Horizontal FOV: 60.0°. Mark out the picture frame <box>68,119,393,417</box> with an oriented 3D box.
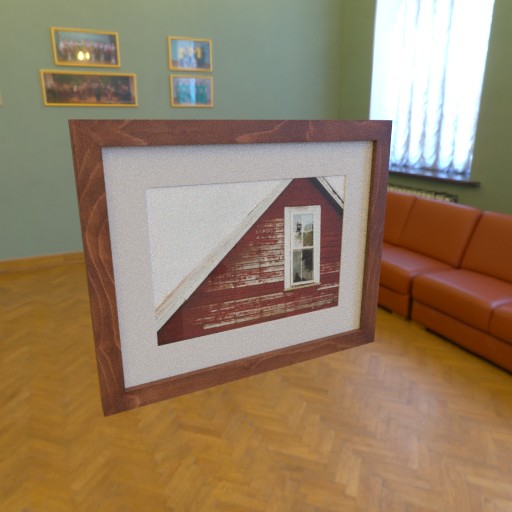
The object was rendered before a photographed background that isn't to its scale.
[{"bbox_3d":[0.000,0.000,0.778,0.559,0.457,0.025,-8,19,-26],"label":"picture frame"}]
